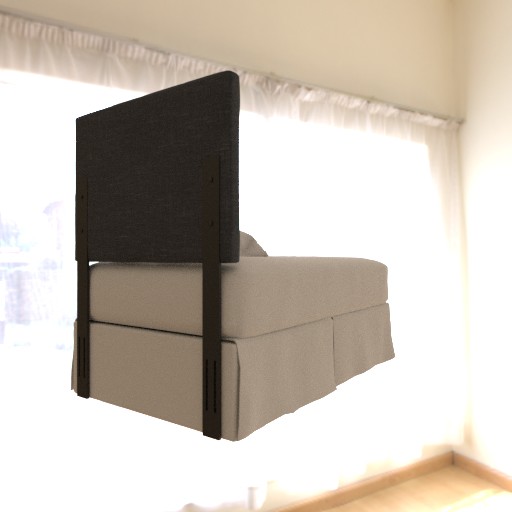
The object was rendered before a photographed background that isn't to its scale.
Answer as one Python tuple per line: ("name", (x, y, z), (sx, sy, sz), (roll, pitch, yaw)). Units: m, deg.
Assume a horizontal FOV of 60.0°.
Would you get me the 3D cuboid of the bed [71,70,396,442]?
("bed", (0.000, 0.000, 2.974), (1.261, 1.571, 1.997), (0, 0, 35))
